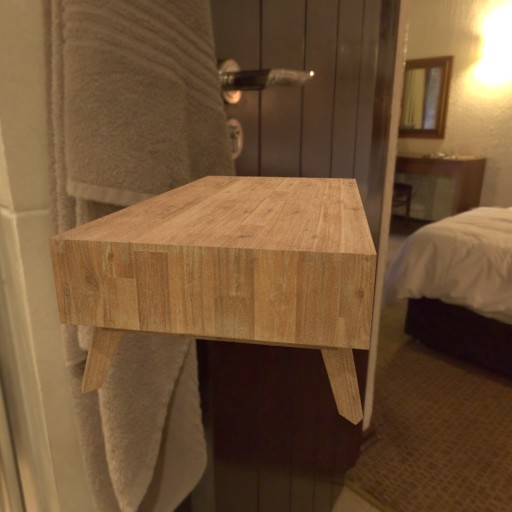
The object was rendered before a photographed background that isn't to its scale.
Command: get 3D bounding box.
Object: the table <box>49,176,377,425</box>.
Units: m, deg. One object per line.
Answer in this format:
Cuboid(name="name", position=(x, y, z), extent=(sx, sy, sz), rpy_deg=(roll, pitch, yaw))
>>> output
Cuboid(name="table", position=(0.000, 0.000, 2.022), extent=(0.918, 0.531, 1.619), rpy_deg=(3, 17, 10))
